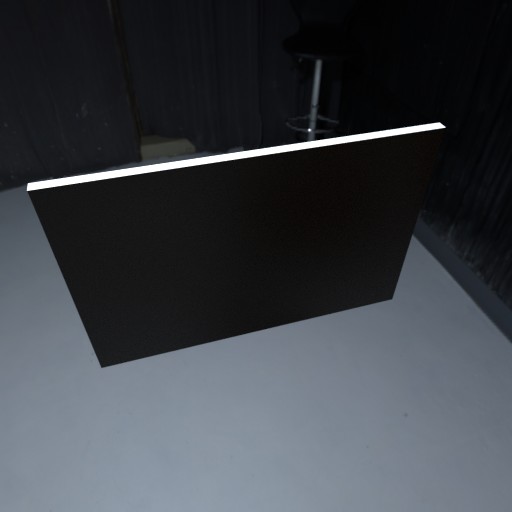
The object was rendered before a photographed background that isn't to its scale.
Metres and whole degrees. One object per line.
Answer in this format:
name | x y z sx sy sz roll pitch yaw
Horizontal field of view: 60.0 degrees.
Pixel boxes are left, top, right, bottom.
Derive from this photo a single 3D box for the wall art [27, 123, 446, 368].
wall art | 0.000 0.000 1.171 0.932 0.610 0.027 -11 44 -12
